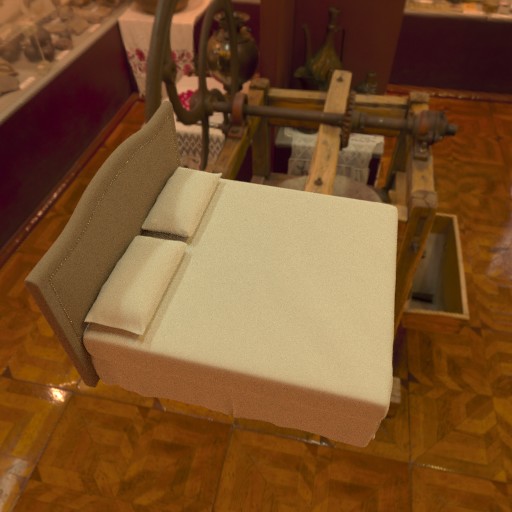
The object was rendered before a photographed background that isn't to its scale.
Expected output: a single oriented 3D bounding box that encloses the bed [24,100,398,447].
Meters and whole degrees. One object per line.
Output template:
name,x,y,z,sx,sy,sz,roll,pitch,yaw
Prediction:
bed,0.000,0.000,3.411,2.182,1.421,2.083,10,48,9
